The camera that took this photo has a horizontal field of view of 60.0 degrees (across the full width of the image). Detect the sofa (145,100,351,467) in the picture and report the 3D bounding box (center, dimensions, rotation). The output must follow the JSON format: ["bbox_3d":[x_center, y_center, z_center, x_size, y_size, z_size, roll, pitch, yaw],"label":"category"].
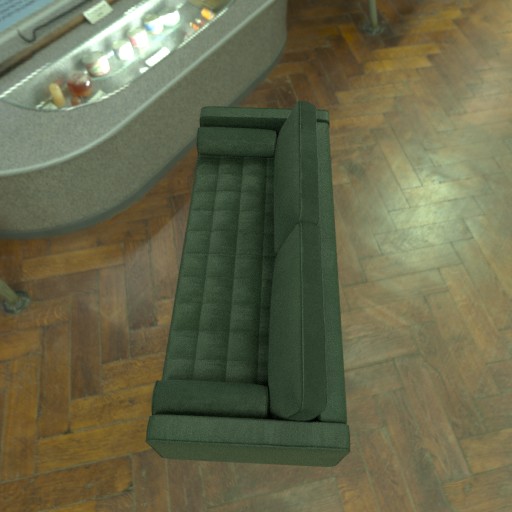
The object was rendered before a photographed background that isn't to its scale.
[{"bbox_3d":[0.000,0.000,2.640,0.918,0.769,2.199,2,57,1],"label":"sofa"}]
